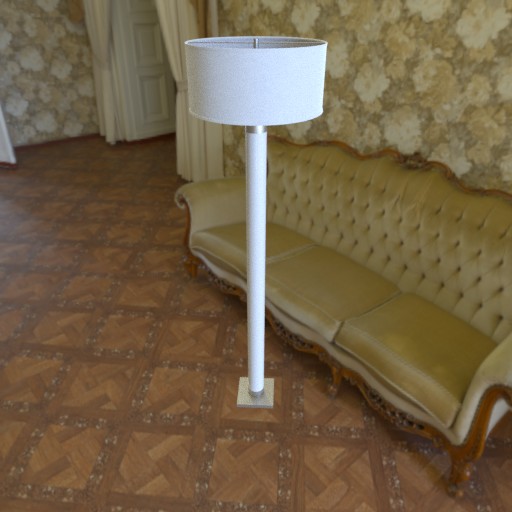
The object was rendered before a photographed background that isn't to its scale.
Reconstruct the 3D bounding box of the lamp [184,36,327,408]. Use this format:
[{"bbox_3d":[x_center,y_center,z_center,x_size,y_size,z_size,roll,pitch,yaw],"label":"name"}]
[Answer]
[{"bbox_3d":[0.000,0.000,1.670,0.420,1.475,0.420,2,30,3],"label":"lamp"}]
